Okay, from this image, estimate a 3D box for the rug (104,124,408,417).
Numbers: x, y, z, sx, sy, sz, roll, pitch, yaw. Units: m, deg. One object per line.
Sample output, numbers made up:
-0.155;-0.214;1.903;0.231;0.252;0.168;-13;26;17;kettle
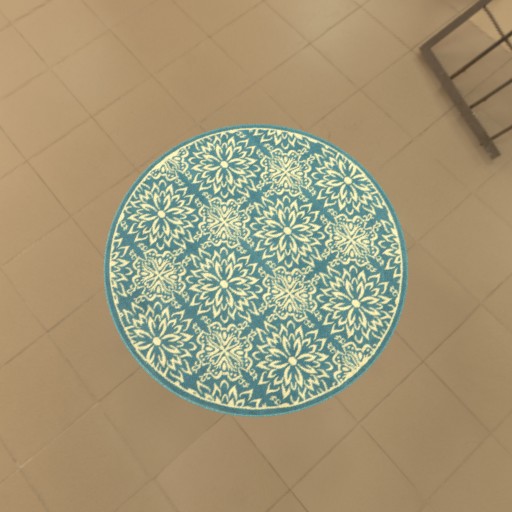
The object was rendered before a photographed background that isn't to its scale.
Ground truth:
0.000;0.000;2.329;1.593;0.012;1.593;0;73;0;rug
